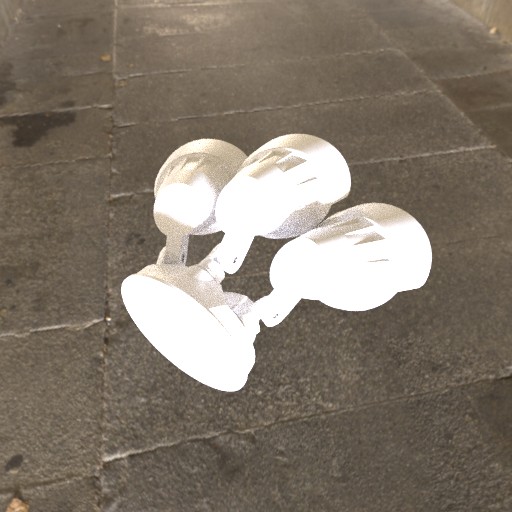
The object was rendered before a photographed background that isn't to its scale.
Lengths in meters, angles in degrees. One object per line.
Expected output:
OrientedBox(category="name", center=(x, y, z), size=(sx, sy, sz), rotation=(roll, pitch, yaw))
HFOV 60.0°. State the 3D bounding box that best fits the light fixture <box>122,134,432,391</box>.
OrientedBox(category="light fixture", center=(0.000, 0.000, 0.534), size=(0.369, 0.237, 0.278), rotation=(26, 52, 22))
